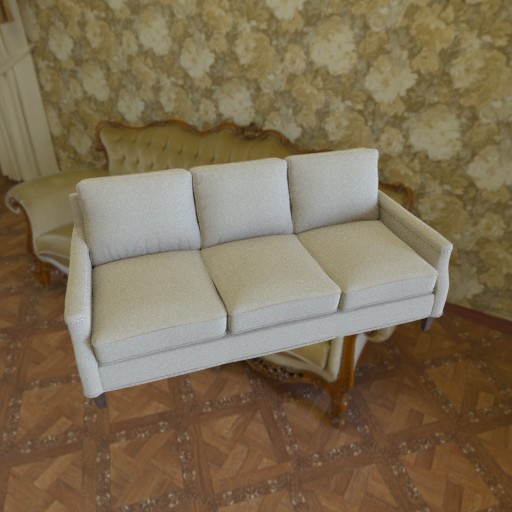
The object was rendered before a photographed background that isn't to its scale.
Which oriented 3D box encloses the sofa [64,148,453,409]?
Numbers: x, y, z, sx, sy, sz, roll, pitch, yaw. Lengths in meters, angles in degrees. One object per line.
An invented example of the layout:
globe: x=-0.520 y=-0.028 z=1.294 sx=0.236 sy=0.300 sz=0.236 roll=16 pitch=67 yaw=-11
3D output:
sofa: x=0.000 y=0.000 z=2.851 sx=2.246 sy=1.003 sz=1.084 roll=-10 pitch=34 yaw=-15
